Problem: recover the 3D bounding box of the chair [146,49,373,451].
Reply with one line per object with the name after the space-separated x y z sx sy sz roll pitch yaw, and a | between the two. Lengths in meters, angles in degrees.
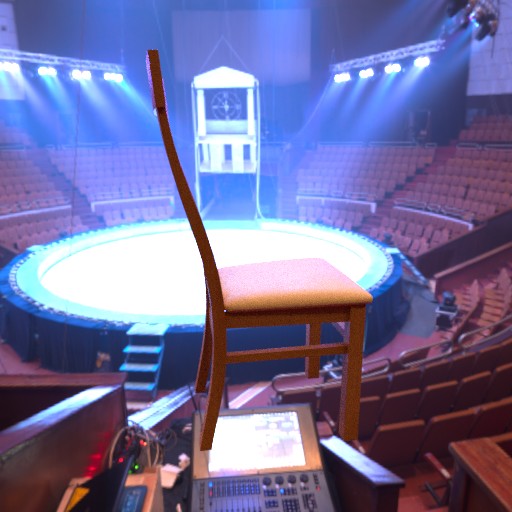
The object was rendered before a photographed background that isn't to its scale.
0.000 0.000 1.339 0.580 1.050 0.450 -2 14 -10 | chair
